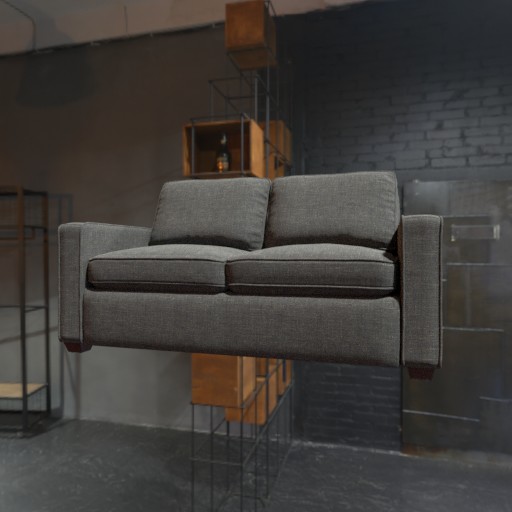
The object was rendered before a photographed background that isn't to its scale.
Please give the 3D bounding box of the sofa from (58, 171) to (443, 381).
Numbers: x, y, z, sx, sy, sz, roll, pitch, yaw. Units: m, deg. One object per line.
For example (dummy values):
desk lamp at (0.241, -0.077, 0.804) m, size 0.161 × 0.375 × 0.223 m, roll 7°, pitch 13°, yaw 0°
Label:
sofa at (0.000, 0.000, 2.275) m, size 1.709 × 0.918 × 0.947 m, roll 0°, pitch 1°, yaw 17°
